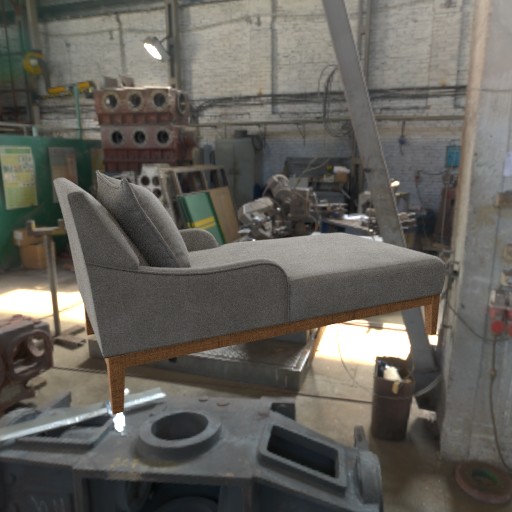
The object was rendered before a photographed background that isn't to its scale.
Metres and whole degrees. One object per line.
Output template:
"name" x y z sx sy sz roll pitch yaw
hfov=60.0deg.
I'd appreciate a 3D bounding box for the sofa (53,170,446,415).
"sofa" 0.000 0.000 2.260 1.779 0.859 0.894 -7 15 -26
